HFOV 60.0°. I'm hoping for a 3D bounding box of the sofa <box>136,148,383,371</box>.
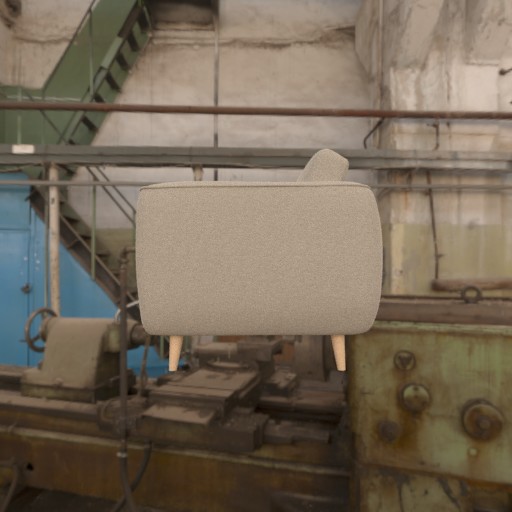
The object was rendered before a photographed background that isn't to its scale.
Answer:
[{"bbox_3d":[0.000,0.000,2.479,0.920,0.850,2.000,0,0,-1],"label":"sofa"}]
